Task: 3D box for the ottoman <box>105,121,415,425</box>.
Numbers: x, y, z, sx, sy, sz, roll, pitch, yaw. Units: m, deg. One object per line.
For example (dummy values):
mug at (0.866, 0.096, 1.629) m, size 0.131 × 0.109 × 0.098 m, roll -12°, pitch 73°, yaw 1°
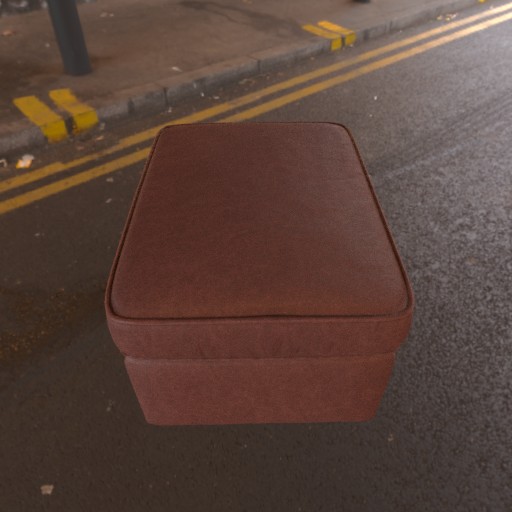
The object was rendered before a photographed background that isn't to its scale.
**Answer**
ottoman at (0.000, 0.000, 1.119) m, size 0.548 × 0.449 × 0.749 m, roll -1°, pitch 42°, yaw -1°
